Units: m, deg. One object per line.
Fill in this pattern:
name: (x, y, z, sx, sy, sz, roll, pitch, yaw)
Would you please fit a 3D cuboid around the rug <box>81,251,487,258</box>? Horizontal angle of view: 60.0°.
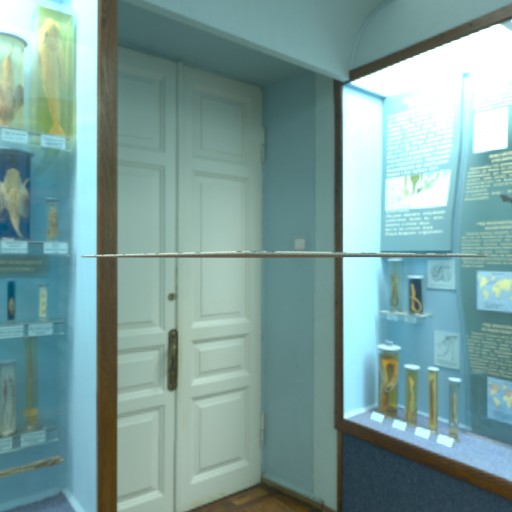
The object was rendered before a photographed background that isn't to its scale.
rug: (0.000, 0.000, 3.873, 2.211, 0.021, 2.910, 0, -1, -36)
